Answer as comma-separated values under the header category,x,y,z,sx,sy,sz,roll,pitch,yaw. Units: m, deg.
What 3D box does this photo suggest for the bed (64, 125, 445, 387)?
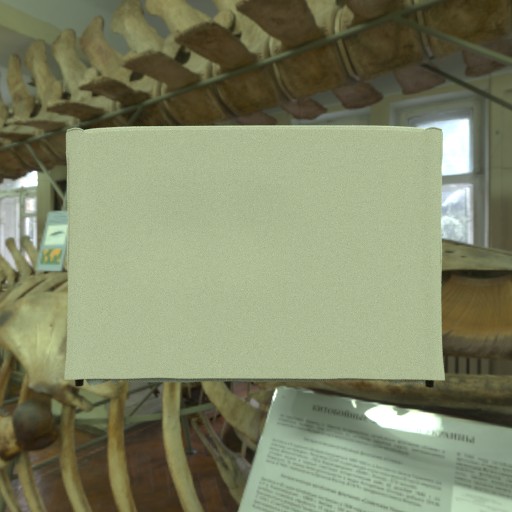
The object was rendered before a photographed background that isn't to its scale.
category,x,y,z,sx,sy,sz,roll,pitch,yaw
bed,0.000,0.000,3.347,1.925,1.332,2.276,0,0,1
